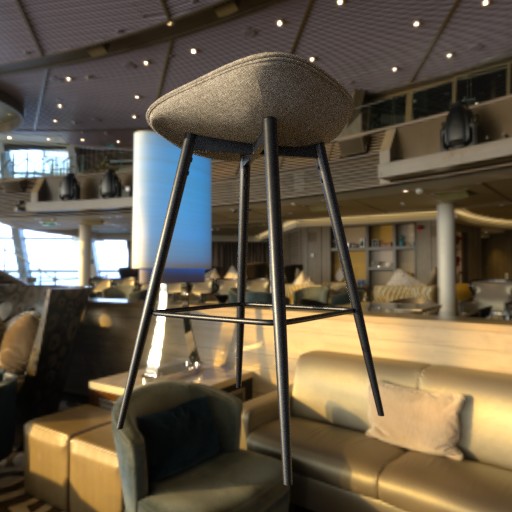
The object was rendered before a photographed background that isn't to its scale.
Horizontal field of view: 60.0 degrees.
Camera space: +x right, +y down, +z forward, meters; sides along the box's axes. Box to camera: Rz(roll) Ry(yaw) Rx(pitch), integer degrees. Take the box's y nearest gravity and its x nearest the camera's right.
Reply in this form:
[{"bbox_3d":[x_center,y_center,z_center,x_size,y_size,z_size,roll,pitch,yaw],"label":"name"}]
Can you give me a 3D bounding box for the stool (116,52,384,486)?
[{"bbox_3d":[0.000,0.000,1.103,0.480,0.814,0.469,-1,-2,36],"label":"stool"}]
